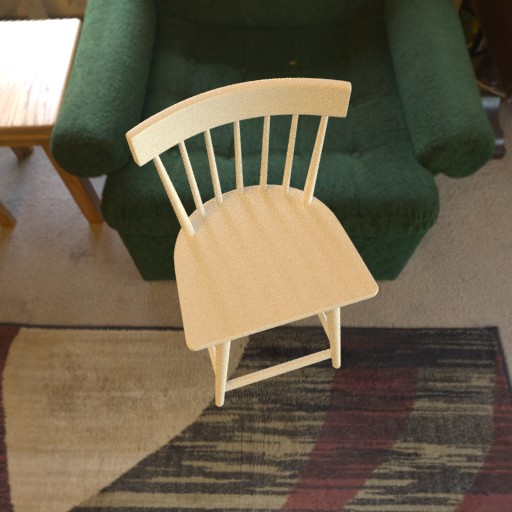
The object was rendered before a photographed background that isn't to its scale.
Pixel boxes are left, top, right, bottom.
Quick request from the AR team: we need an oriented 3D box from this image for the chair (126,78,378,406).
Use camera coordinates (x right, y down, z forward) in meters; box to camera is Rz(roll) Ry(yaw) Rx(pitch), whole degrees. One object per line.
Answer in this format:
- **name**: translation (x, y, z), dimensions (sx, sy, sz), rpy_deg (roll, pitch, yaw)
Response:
- **chair**: translation (0.000, 0.000, 1.269), dimensions (0.483, 0.952, 0.572), rpy_deg (-16, 63, -8)
